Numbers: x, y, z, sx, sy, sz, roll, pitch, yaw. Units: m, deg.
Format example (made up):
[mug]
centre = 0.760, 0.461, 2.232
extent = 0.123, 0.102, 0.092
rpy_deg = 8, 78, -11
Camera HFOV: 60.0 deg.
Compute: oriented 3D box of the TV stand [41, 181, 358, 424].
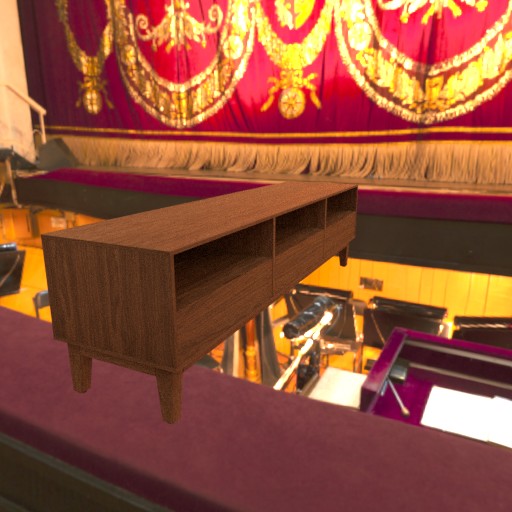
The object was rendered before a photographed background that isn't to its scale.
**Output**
[TV stand]
centre = 0.000, 0.000, 1.630
extent = 0.366, 0.409, 1.482
rpy_deg = 7, 16, 26
